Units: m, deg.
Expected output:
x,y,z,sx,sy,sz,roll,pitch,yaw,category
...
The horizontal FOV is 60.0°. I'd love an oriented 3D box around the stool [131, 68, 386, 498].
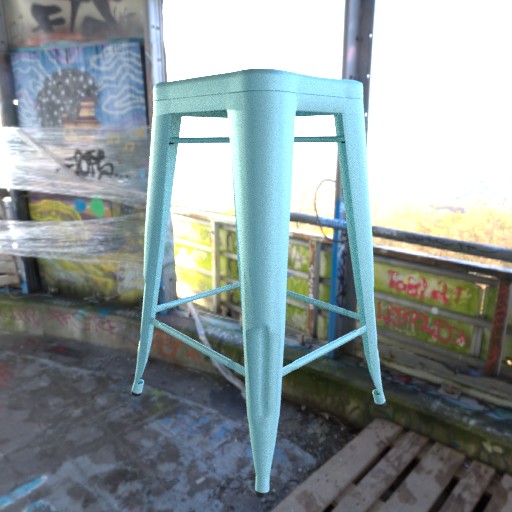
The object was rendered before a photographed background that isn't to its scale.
x,y,z,sx,sy,sz,roll,pitch,yaw,category
0.000,0.000,0.831,0.359,0.609,0.399,-14,21,-42,stool
